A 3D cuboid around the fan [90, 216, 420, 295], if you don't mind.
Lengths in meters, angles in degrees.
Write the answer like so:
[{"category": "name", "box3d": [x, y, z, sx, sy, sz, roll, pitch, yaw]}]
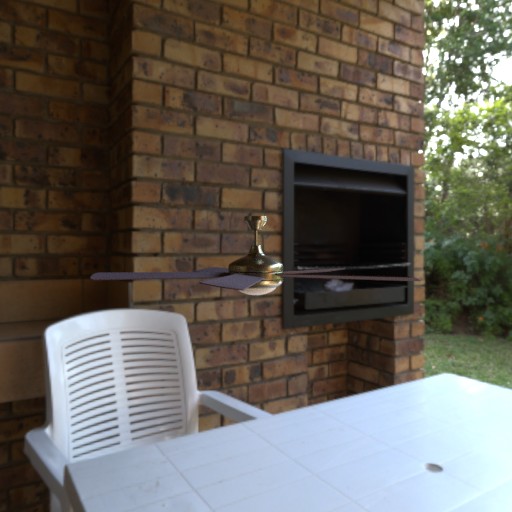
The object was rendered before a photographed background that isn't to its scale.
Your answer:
[{"category": "fan", "box3d": [0.000, 0.000, 2.013, 1.321, 0.356, 1.321, 0, 1, -37]}]
